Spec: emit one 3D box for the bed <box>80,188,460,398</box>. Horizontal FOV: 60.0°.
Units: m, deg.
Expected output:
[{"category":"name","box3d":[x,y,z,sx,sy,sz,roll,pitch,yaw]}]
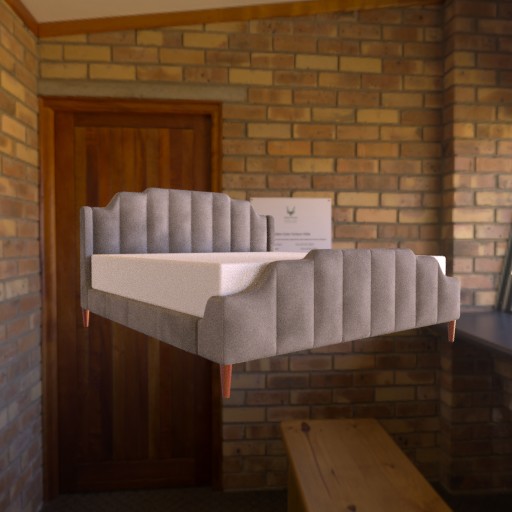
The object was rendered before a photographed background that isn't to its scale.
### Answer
[{"category":"bed","box3d":[0.000,0.000,3.535,2.074,1.245,2.340,-1,2,-37]}]
